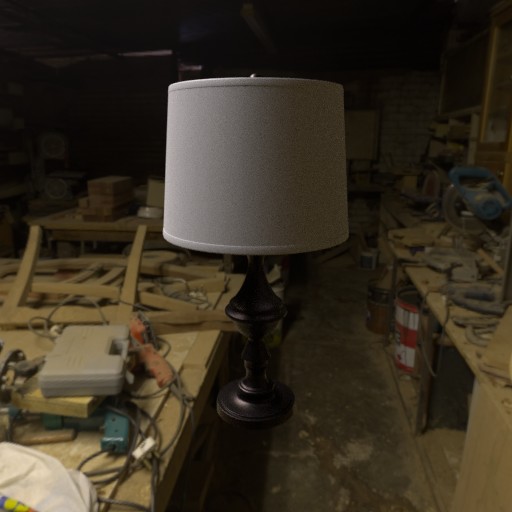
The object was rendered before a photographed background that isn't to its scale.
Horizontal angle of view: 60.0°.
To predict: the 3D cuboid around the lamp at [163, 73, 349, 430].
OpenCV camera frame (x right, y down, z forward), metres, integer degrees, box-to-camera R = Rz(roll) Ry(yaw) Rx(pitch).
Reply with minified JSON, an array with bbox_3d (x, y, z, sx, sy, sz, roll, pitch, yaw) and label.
[{"bbox_3d":[0.000,0.000,0.947,0.383,0.726,0.383,0,15,0],"label":"lamp"}]
